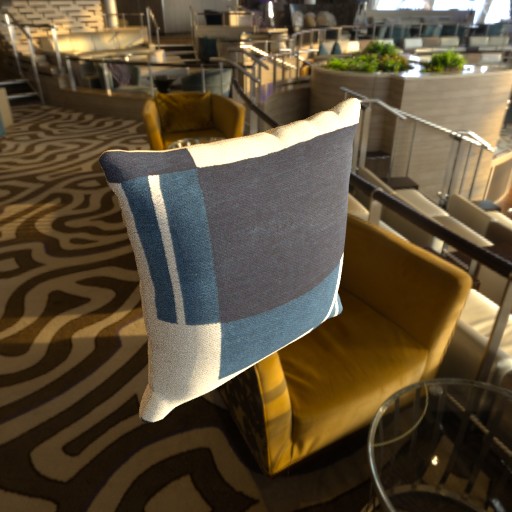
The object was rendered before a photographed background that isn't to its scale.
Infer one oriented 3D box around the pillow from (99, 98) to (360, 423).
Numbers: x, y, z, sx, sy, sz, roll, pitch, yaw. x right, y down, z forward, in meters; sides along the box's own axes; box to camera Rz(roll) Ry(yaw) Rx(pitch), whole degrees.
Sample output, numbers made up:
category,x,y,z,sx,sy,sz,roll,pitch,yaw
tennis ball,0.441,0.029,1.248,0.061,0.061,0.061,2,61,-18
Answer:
category,x,y,z,sx,sy,sz,roll,pitch,yaw
pillow,0.000,0.000,0.823,0.536,0.506,0.229,-22,37,-33
